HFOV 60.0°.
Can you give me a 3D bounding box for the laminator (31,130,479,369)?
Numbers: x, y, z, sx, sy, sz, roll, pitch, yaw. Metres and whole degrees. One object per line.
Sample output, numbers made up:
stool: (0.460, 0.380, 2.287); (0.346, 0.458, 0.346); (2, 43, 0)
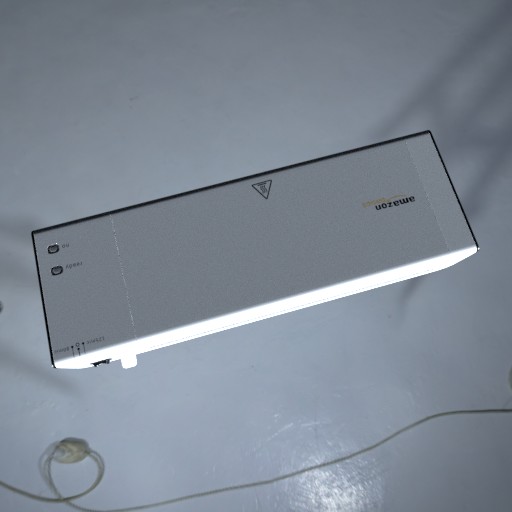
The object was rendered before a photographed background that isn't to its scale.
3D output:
laminator: (0.000, 0.000, 0.380); (0.340, 0.062, 0.123); (-15, 76, -4)
